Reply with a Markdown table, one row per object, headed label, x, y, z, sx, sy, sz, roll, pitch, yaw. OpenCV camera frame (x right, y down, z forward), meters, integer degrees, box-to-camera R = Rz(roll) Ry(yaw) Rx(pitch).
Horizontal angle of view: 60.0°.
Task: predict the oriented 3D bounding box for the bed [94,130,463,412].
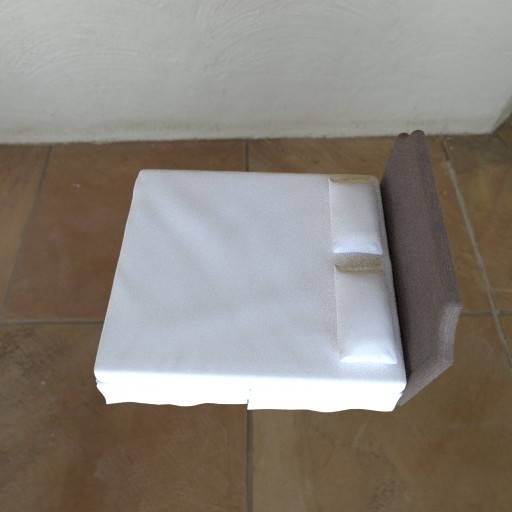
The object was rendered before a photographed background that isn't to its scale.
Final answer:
| label | x | y | z | sx | sy | sz | roll | pitch | yaw |
| --- | --- | --- | --- | --- | --- | --- | --- | --- | --- |
| bed | 0.000 | 0.000 | 4.000 | 2.773 | 1.590 | 2.350 | 2 | 59 | 1 |
